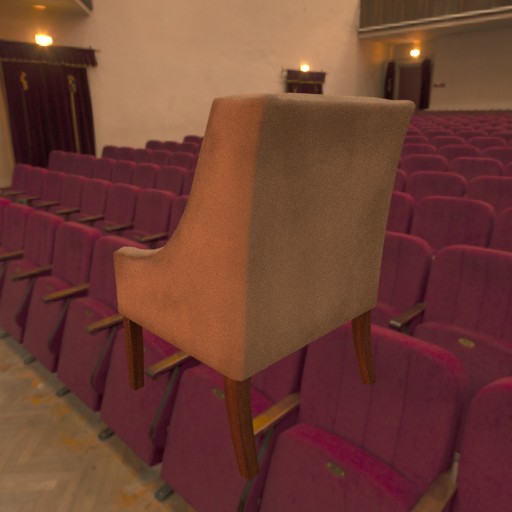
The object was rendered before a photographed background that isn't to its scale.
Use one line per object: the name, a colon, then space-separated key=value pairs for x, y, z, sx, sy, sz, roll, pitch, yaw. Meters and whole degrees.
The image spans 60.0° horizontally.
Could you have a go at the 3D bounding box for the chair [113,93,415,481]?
chair: x=0.000 y=0.000 z=1.331 sx=0.629 sy=0.895 sz=0.629 roll=17 pitch=24 yaw=42
